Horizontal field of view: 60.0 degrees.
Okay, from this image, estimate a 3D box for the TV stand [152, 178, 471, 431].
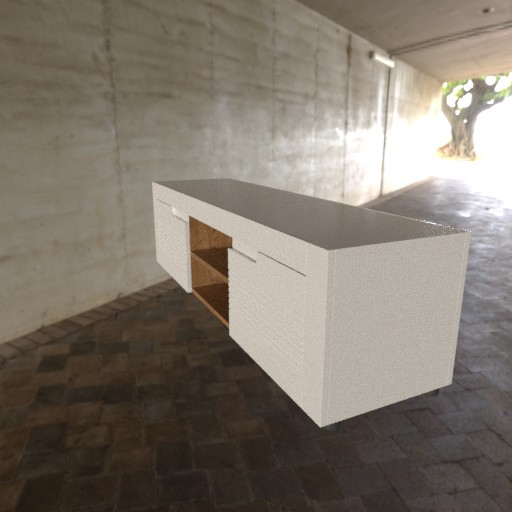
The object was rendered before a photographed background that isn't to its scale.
[{"bbox_3d":[0.000,0.000,1.676,0.410,0.440,1.500,-7,17,-25],"label":"TV stand"}]
